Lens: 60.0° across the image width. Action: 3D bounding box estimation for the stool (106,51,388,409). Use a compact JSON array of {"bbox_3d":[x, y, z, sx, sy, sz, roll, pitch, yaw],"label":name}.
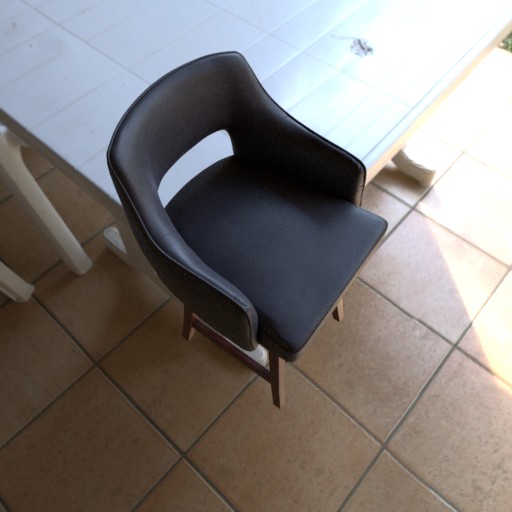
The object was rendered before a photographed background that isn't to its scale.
[{"bbox_3d":[0.000,0.000,1.276,0.560,0.936,0.550,32,63,18],"label":"stool"}]
